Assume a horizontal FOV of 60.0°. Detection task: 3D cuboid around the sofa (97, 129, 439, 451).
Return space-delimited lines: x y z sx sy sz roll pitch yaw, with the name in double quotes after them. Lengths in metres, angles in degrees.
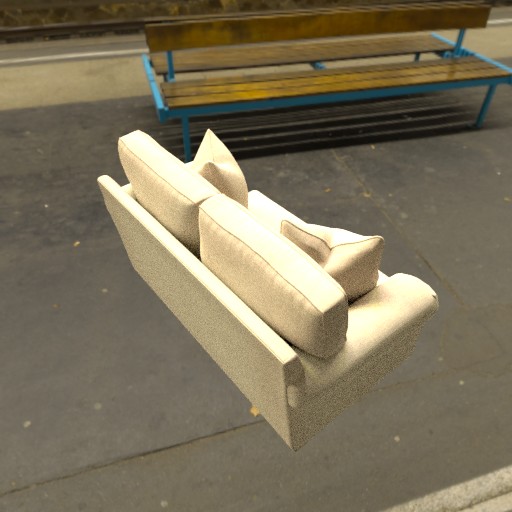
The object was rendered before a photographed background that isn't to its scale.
0.000 0.000 2.326 0.966 0.966 1.701 -27 48 -28 "sofa"
